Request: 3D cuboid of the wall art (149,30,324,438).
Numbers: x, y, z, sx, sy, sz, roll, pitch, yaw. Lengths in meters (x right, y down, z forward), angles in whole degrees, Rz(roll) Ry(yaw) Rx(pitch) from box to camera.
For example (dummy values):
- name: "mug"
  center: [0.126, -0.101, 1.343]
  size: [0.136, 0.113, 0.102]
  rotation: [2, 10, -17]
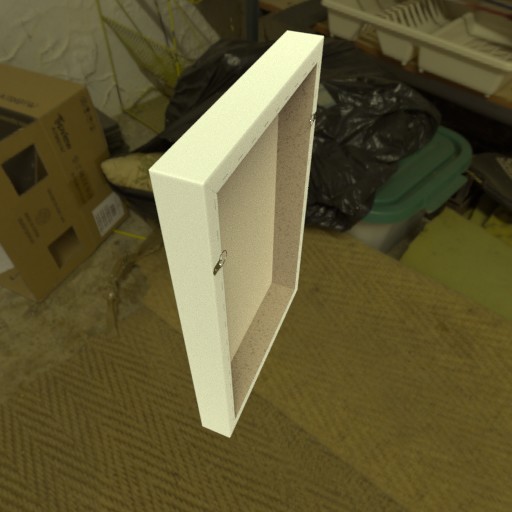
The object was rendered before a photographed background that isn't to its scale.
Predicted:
- name: "wall art"
  center: [0.000, 0.000, 0.487]
  size: [0.039, 0.381, 0.252]
  rotation: [17, 48, 15]
